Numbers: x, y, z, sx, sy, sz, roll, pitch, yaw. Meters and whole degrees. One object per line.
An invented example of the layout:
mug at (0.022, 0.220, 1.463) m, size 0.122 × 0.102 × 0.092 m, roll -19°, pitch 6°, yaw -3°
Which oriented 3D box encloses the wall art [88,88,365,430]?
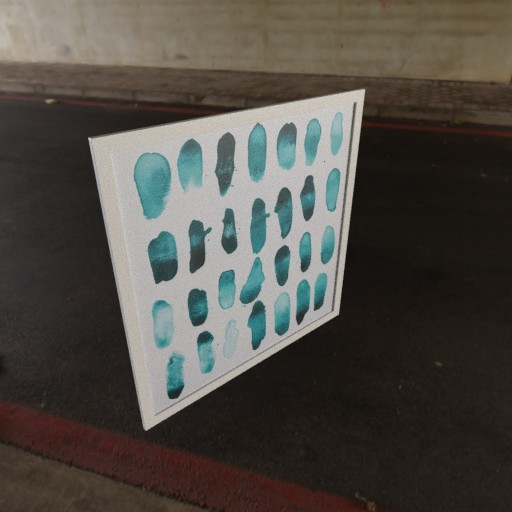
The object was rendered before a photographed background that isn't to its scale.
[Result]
wall art at (0.000, 0.000, 1.257) m, size 0.812 × 0.813 × 0.013 m, roll -23°, pitch 37°, yaw -34°
